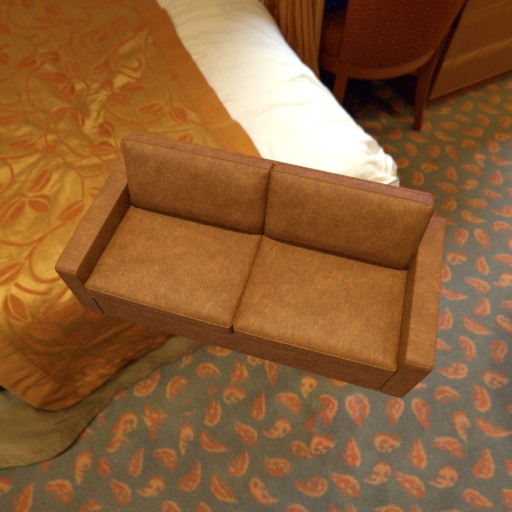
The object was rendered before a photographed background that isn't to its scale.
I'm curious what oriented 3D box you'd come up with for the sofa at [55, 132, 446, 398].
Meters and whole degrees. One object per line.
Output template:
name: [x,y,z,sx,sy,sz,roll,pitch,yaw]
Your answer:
sofa: [0.000,0.000,2.688,2.156,0.928,0.991,14,59,8]
